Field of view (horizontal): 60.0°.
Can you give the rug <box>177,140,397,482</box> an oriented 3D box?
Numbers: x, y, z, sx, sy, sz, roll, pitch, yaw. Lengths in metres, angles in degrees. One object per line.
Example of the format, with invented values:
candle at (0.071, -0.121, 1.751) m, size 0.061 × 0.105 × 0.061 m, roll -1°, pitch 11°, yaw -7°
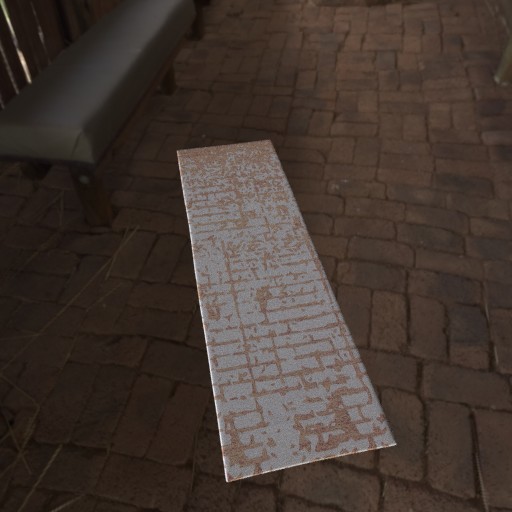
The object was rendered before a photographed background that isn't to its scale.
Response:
rug at (0.000, 0.000, 2.684) m, size 0.750 × 0.011 × 2.435 m, roll -9°, pitch 48°, yaw -8°
